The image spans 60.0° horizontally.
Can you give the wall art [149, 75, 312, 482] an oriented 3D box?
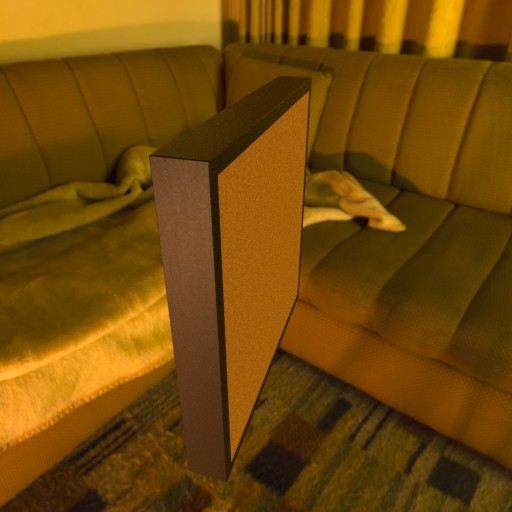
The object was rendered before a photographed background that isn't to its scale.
[{"bbox_3d":[0.000,0.000,0.458,0.038,0.304,0.304,9,32,15],"label":"wall art"}]
